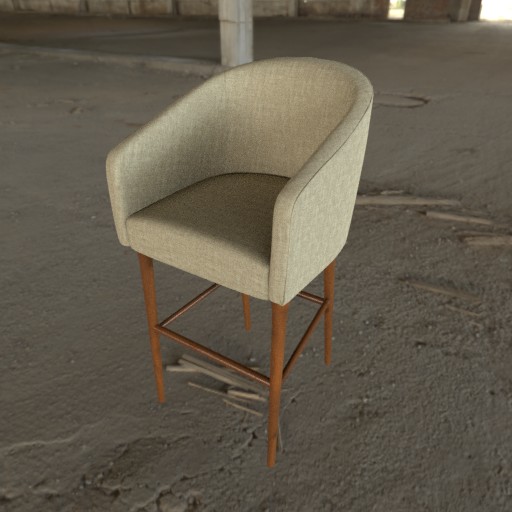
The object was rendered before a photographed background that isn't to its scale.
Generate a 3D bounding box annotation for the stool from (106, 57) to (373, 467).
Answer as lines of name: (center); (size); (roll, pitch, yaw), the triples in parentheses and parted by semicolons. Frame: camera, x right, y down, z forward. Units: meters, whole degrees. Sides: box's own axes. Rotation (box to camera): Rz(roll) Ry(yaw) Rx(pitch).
stool: (0.000, 0.000, 1.379); (0.559, 1.078, 0.607); (19, 36, 28)
